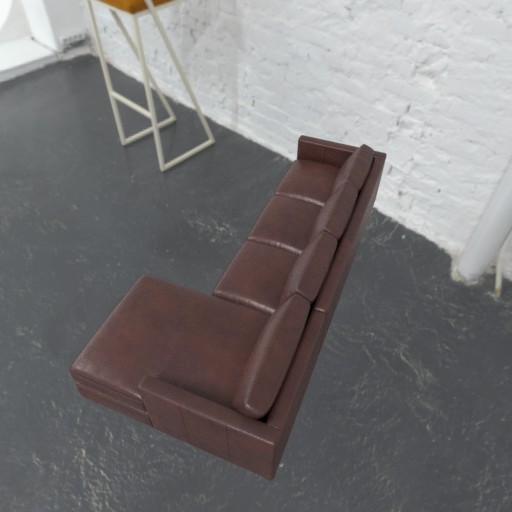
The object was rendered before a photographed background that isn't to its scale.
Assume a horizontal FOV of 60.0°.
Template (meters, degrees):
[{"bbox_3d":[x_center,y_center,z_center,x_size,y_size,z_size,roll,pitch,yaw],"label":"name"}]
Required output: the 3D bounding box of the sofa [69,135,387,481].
[{"bbox_3d":[0.000,0.000,3.949,1.581,0.883,3.203,17,49,15],"label":"sofa"}]
